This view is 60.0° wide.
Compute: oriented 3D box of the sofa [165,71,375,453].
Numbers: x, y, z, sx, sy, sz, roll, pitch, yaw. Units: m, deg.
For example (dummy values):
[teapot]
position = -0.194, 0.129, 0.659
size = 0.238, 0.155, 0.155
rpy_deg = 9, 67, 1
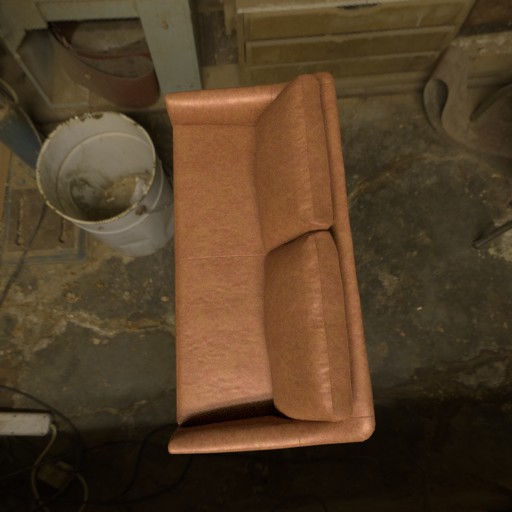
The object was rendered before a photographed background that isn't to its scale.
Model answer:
[sofa]
position = 0.000, 0.000, 2.544
size = 0.981, 0.945, 2.036
rpy_deg = -3, 75, -1
